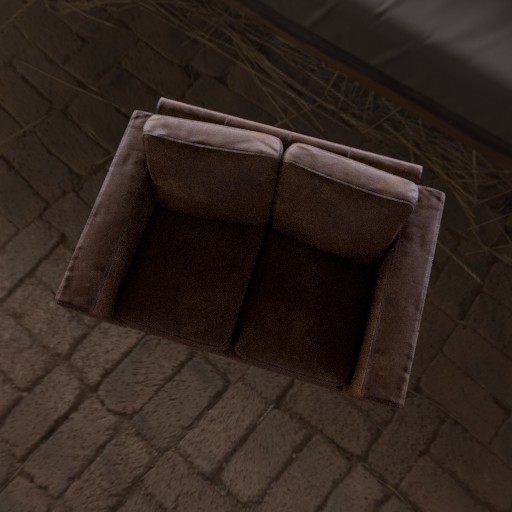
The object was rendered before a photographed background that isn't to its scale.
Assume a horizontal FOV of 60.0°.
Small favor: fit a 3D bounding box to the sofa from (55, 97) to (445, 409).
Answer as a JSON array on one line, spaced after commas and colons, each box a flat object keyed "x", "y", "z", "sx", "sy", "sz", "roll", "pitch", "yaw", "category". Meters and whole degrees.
[{"x": 0.000, "y": 0.000, "z": 2.231, "sx": 1.626, "sy": 0.889, "sz": 1.041, "roll": 16, "pitch": 75, "yaw": 4, "category": "sofa"}]
